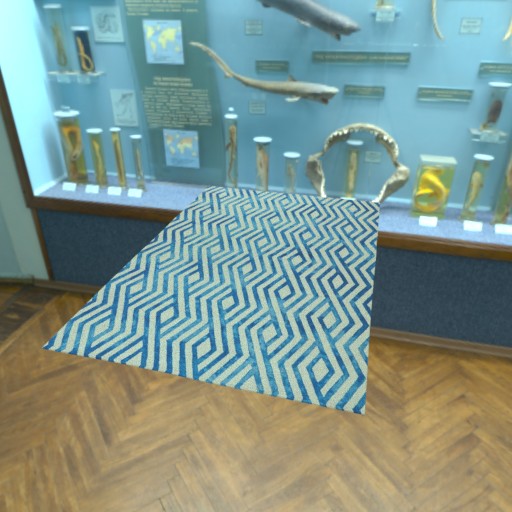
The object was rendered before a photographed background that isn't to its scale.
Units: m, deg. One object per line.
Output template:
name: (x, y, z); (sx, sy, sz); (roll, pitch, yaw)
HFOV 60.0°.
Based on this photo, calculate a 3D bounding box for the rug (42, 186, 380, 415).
rug: (0.000, 0.000, 2.340); (1.225, 0.008, 1.830); (8, 30, 13)
